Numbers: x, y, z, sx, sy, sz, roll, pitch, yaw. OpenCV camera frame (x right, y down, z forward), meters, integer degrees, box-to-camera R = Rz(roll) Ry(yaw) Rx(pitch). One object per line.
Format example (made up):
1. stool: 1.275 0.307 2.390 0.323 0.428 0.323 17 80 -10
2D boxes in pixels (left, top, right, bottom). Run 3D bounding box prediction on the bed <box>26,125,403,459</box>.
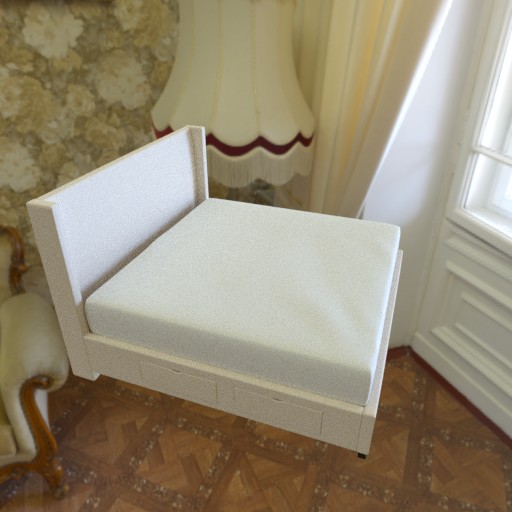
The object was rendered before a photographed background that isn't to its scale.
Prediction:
1. bed: 0.000 0.000 3.647 2.293 1.471 2.145 10 32 17
